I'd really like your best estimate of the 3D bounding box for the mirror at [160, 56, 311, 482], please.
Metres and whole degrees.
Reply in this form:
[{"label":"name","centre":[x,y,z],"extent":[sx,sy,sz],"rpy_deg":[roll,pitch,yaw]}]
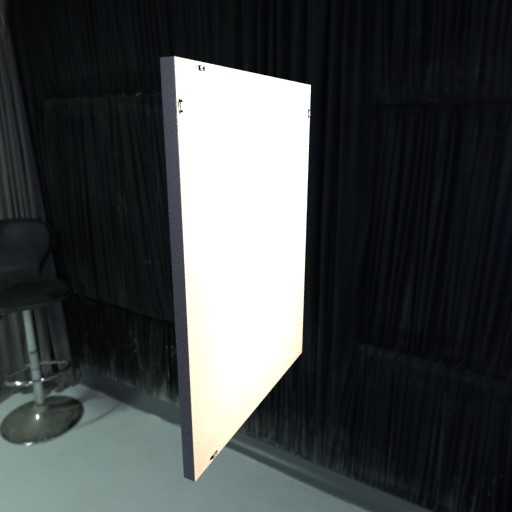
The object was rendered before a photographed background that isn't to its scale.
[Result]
[{"label":"mirror","centre":[0.000,0.000,1.336],"extent":[0.040,1.016,0.762],"rpy_deg":[8,19,26]}]
